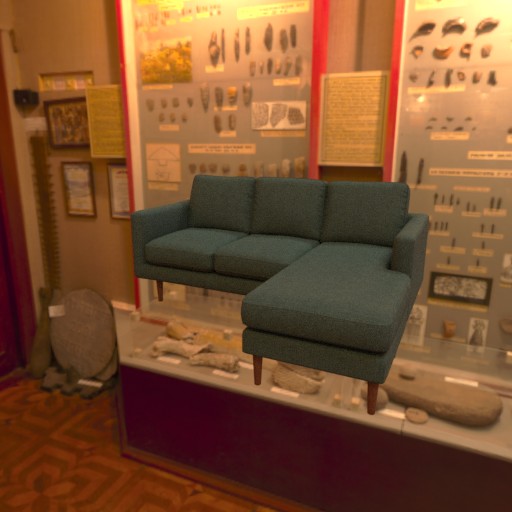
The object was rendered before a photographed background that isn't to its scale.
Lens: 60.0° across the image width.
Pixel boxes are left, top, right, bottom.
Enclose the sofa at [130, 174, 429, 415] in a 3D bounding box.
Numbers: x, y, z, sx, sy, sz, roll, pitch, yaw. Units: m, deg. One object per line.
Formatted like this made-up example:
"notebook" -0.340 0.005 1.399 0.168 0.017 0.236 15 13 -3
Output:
"sofa" 0.000 0.000 3.017 2.055 0.957 1.667 7 17 25
